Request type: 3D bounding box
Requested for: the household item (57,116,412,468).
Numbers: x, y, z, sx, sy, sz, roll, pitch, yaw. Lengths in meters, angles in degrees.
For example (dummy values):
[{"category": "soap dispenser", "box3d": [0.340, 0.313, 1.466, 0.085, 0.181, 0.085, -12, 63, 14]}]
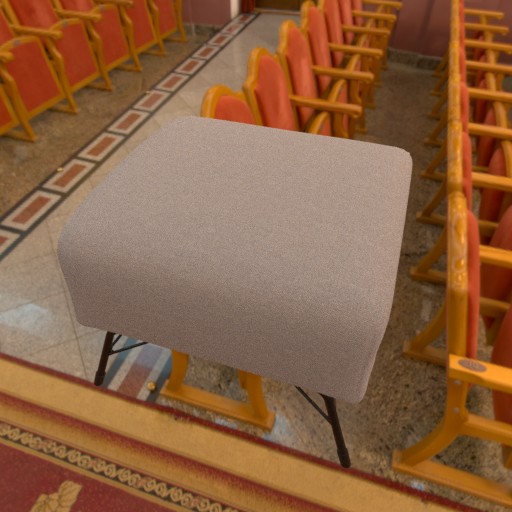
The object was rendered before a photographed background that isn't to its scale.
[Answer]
[{"category": "household item", "box3d": [0.000, 0.000, 0.894, 0.530, 0.410, 0.530, 13, 44, 14]}]
